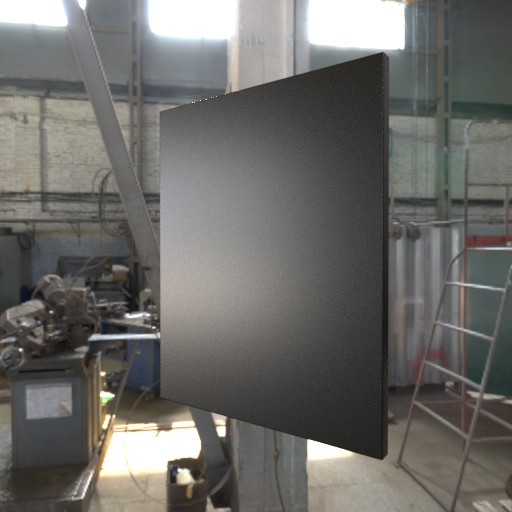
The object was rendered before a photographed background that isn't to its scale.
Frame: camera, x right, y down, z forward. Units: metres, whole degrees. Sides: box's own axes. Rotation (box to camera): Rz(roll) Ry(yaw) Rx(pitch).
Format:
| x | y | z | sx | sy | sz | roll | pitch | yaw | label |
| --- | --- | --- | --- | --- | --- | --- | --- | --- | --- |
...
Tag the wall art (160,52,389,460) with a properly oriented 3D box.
| x | y | z | sx | sy | sz | roll | pitch | yaw | label |
| --- | --- | --- | --- | --- | --- | --- | --- | --- | --- |
| 0.000 | 0.000 | 1.590 | 0.950 | 1.194 | 0.053 | 0 | 1 | 36 | wall art |
